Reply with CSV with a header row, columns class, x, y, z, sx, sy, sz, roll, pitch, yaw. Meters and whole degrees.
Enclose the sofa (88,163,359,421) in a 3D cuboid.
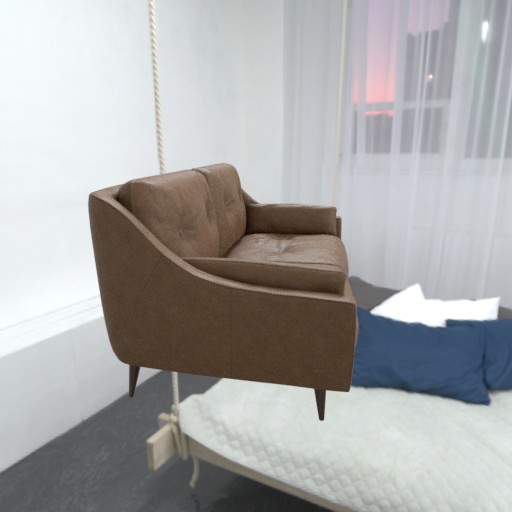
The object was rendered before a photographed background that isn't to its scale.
class,x,y,z,sx,sy,sz,roll,pitch,yaw
sofa,0.000,0.000,2.297,0.981,0.886,1.731,2,14,9
